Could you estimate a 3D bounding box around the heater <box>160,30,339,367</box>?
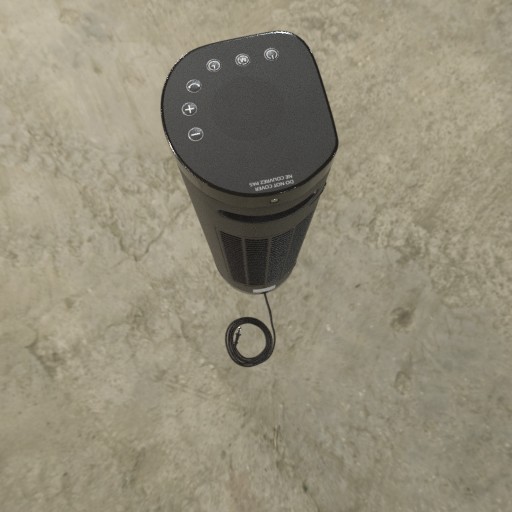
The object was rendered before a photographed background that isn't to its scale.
[{"bbox_3d":[0.000,0.000,0.670,0.174,0.552,0.312,-12,76,-3],"label":"heater"}]
